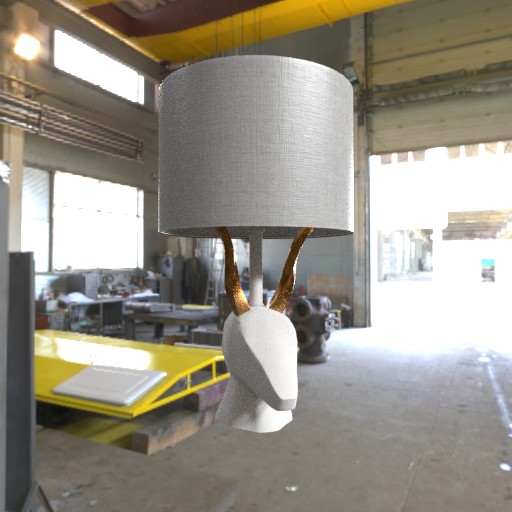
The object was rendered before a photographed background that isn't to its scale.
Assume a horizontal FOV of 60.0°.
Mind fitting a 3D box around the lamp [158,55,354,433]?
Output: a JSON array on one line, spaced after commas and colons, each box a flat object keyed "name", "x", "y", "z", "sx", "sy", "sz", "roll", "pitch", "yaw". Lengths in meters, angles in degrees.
[{"name": "lamp", "x": 0.000, "y": 0.000, "z": 0.693, "sx": 0.298, "sy": 0.503, "sz": 0.298, "roll": 0, "pitch": -1, "yaw": -17}]
